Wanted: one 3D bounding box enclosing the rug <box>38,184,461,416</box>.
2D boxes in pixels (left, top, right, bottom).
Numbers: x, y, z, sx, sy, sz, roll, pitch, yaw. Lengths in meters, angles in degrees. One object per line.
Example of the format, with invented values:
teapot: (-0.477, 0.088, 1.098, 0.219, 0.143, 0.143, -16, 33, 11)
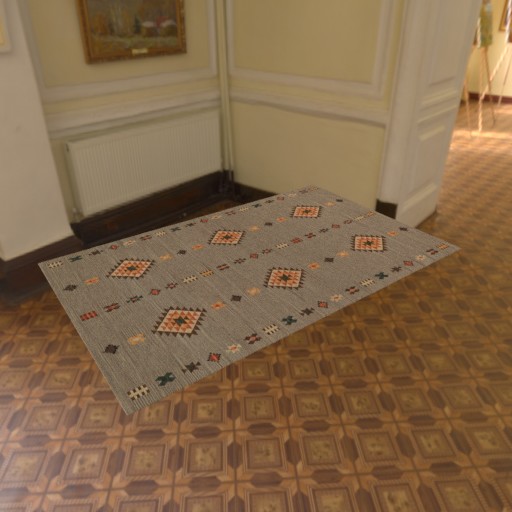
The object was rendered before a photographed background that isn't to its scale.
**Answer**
rug: (0.000, 0.000, 2.990, 2.427, 0.007, 1.515, -20, 36, -31)
